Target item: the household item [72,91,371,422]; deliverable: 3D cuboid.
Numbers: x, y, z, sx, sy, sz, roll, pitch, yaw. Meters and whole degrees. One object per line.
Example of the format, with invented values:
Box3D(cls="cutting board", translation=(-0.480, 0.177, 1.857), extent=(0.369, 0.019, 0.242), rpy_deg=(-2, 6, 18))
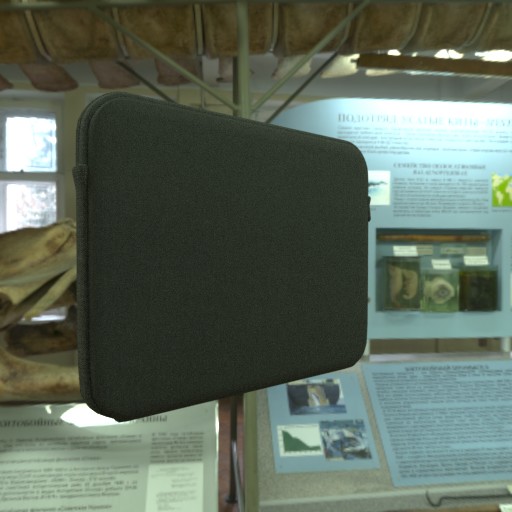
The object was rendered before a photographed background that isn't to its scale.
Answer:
Box3D(cls="household item", translation=(0.000, 0.000, 0.505), extent=(0.396, 0.305, 0.030), rpy_deg=(-1, 1, -37))
